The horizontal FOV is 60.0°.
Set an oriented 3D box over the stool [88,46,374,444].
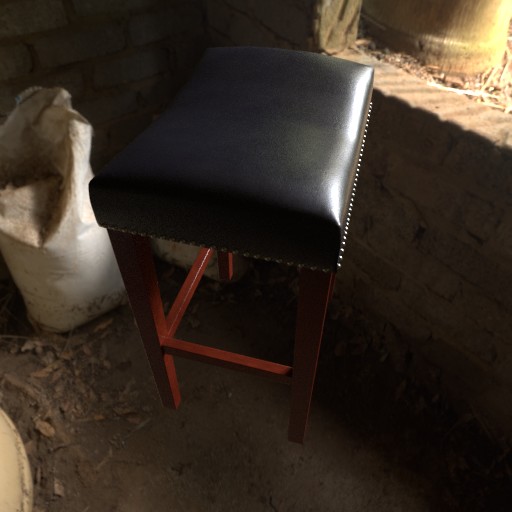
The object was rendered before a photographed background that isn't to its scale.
[{"bbox_3d":[0.000,0.000,0.995,0.372,0.742,0.504,11,47,11],"label":"stool"}]
